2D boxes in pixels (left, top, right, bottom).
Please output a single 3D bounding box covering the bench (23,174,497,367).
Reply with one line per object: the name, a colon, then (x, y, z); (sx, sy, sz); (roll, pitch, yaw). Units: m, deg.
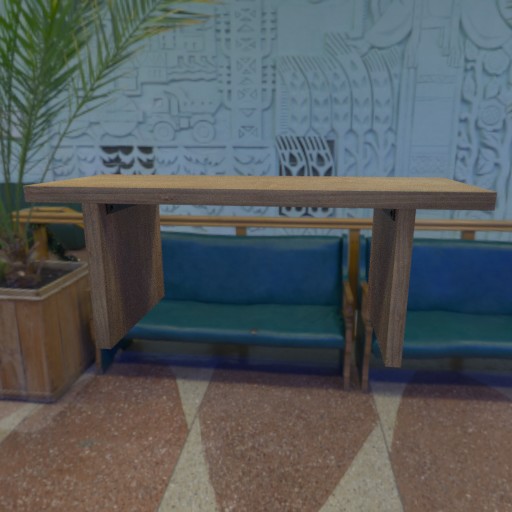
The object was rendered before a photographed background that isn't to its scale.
bench: (0.000, 0.000, 1.374); (1.183, 0.458, 0.458); (2, 14, 7)
